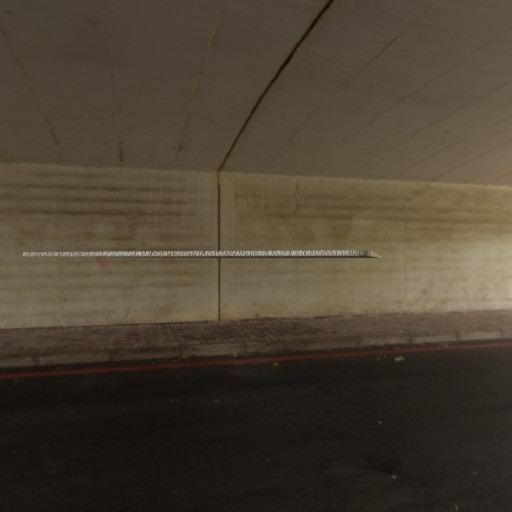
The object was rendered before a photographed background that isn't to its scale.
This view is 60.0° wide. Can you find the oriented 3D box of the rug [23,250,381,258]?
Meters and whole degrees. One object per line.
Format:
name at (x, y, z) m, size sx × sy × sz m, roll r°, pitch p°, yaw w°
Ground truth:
rug at (0.000, 0.000, 3.369) m, size 1.798 × 0.025 × 2.698 m, roll 0°, pitch 0°, yaw 17°
